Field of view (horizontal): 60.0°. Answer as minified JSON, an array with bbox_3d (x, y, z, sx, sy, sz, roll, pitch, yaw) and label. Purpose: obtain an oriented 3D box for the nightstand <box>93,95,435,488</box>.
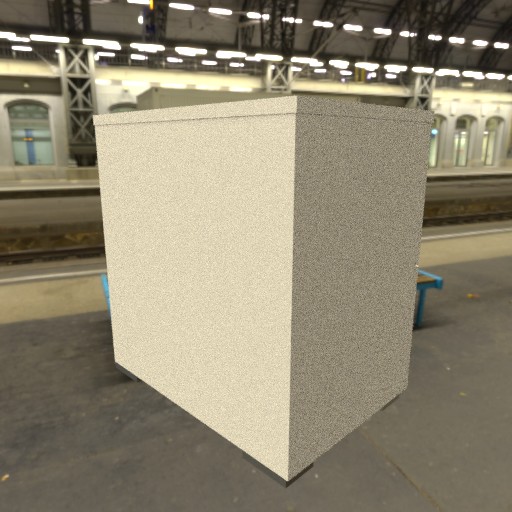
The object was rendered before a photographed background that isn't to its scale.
[{"bbox_3d":[0.000,0.000,0.751,0.325,0.460,0.441,-14,20,-43],"label":"nightstand"}]
